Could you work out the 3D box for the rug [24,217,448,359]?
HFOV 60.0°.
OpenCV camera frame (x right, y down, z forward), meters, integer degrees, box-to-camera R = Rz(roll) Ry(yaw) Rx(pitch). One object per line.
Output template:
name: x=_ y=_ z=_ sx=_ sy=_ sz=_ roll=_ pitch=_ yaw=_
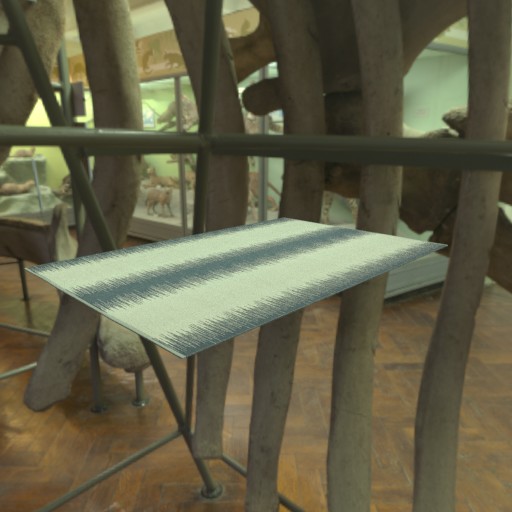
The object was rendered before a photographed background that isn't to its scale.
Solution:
rug: x=0.000 y=0.000 z=2.288 sx=1.234 sy=0.006 sz=1.854 roll=15 pitch=21 yaw=43
